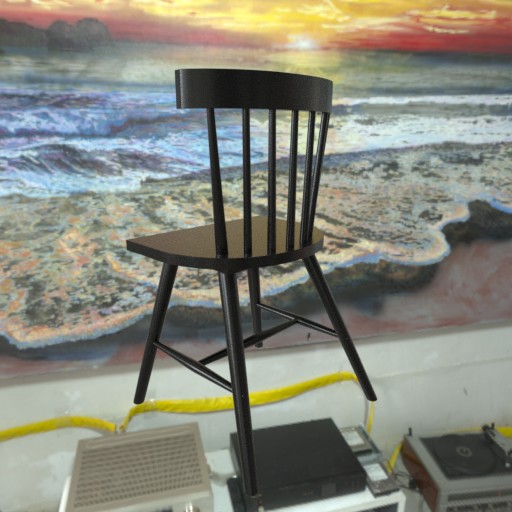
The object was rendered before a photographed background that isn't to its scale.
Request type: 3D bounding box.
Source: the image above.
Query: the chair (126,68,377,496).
[{"bbox_3d":[0.000,0.000,1.135,0.506,0.844,0.483,-15,22,-43],"label":"chair"}]
